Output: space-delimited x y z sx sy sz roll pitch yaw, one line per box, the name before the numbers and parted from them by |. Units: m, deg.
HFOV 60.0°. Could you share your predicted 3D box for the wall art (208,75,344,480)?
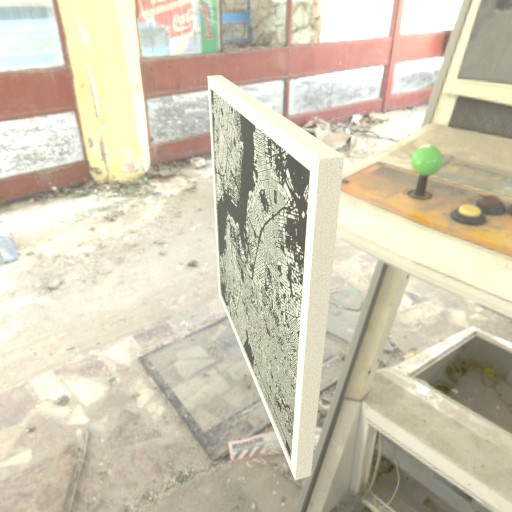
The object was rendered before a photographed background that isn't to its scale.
wall art | 0.000 0.000 1.142 0.050 0.762 0.761 -9 32 -15
